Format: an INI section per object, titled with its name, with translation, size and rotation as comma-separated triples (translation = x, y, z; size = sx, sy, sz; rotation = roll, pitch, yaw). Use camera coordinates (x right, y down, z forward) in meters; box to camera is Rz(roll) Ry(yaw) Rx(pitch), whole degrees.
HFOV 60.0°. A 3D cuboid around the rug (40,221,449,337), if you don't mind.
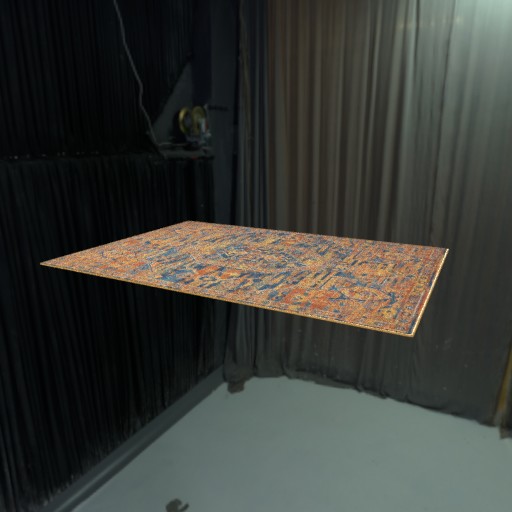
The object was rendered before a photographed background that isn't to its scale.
[rug]
translation = 0.000, 0.000, 3.834
size = 2.916, 0.019, 2.043
rotation = 8, 17, 27
